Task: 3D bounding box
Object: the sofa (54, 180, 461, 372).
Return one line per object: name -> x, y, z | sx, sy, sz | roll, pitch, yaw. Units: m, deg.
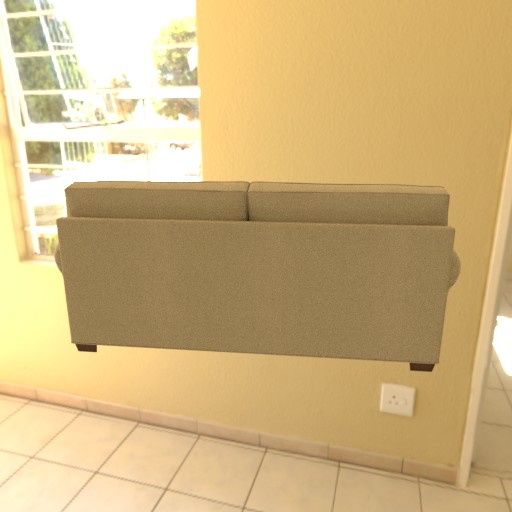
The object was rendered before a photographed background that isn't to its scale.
sofa -> 0.000, 0.000, 2.687 | 2.146, 0.962, 0.901 | 2, 16, 6
